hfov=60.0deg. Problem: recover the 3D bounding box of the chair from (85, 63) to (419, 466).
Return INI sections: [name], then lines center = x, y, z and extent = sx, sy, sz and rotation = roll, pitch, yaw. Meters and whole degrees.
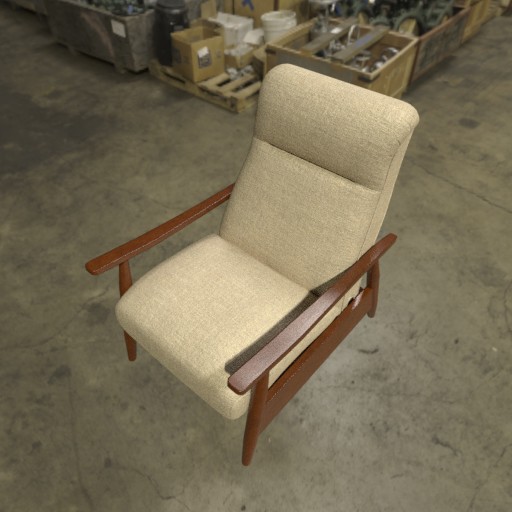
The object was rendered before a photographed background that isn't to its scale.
[chair]
center = 0.000, 0.000, 1.738
extent = 0.762, 1.082, 1.014
rotation = 31, 53, 28
